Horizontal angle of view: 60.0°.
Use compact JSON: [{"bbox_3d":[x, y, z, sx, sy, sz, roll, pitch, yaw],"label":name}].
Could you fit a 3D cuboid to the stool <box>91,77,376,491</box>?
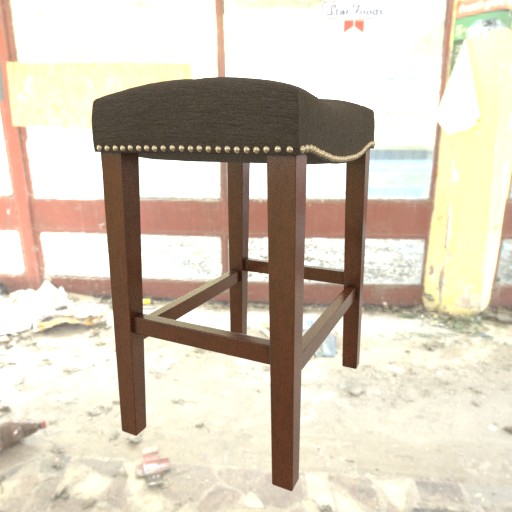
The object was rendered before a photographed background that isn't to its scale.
[{"bbox_3d":[0.000,0.000,0.933,0.372,0.654,0.504,7,16,25],"label":"stool"}]
